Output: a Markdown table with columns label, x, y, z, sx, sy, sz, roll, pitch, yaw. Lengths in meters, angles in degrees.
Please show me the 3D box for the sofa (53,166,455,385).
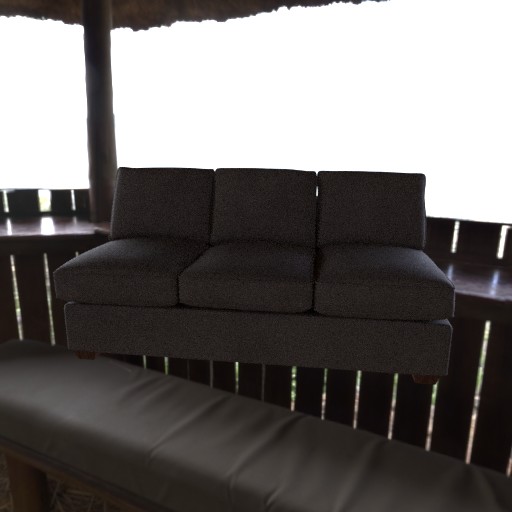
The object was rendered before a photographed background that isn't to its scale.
| label | x | y | z | sx | sy | sz | roll | pitch | yaw |
| --- | --- | --- | --- | --- | --- | --- | --- | --- | --- |
| sofa | 0.000 | 0.000 | 2.551 | 1.962 | 0.973 | 1.027 | 2 | 14 | 8 |
